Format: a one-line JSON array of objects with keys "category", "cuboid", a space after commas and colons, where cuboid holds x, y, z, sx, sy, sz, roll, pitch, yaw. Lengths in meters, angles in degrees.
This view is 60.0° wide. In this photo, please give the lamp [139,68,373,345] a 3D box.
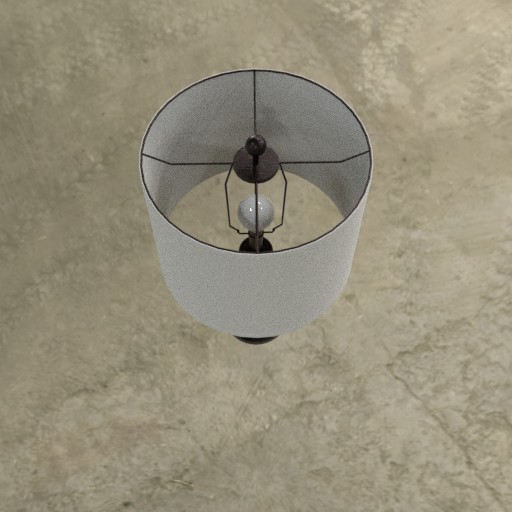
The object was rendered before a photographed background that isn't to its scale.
[{"category": "lamp", "cuboid": [0.000, 0.000, 0.932, 0.383, 0.726, 0.383, 0, 64, 0]}]
